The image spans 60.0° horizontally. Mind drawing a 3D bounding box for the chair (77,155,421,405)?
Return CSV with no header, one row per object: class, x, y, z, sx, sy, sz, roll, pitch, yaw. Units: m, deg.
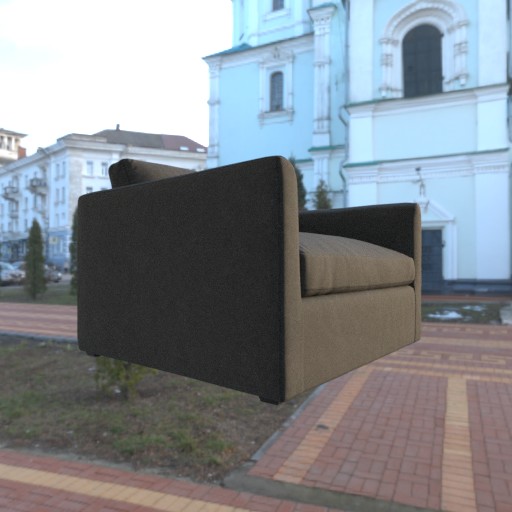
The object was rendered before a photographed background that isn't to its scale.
chair,0.000,0.000,1.908,1.091,0.845,1.190,-1,-1,37
